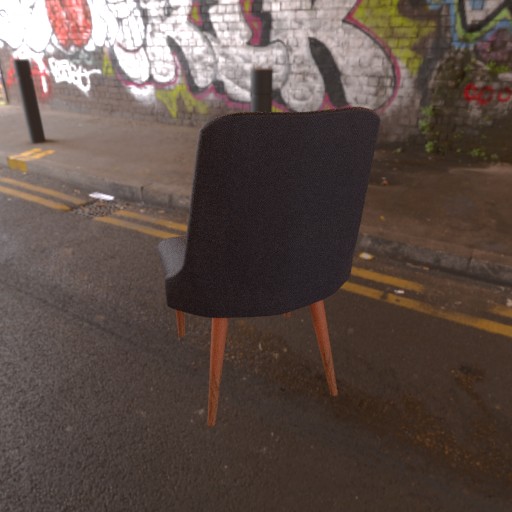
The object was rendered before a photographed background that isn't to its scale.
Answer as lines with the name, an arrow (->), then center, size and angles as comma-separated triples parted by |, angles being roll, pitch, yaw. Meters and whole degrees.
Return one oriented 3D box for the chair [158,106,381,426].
chair -> 0.000, 0.000, 1.186 | 0.504, 0.820, 0.567 | -8, 27, -16
